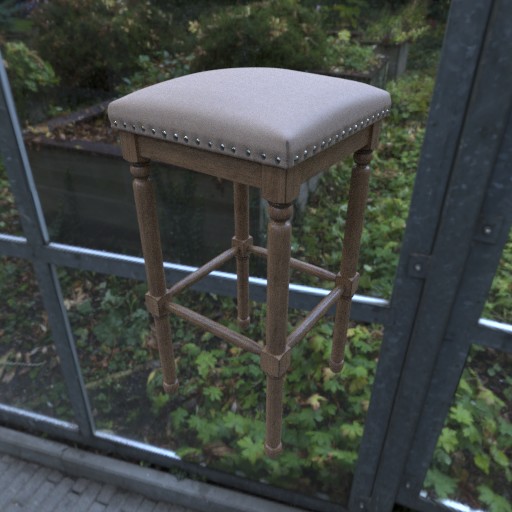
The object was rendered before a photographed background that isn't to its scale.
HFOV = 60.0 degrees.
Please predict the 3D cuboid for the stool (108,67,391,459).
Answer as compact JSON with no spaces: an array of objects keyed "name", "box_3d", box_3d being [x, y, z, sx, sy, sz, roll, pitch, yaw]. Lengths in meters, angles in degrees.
[{"name":"stool","box_3d":[0.000,0.000,0.987,0.382,0.768,0.383,20,36,30]}]
